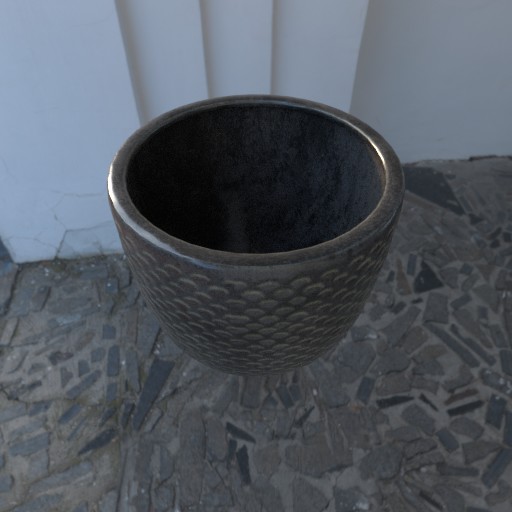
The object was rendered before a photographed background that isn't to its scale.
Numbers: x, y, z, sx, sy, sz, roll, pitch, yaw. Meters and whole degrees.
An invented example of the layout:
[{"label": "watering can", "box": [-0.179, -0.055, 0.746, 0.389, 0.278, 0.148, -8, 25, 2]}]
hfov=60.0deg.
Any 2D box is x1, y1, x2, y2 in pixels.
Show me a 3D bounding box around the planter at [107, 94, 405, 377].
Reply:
[{"label": "planter", "box": [0.000, 0.000, 0.315, 0.172, 0.160, 0.172, 0, 46, 0]}]
